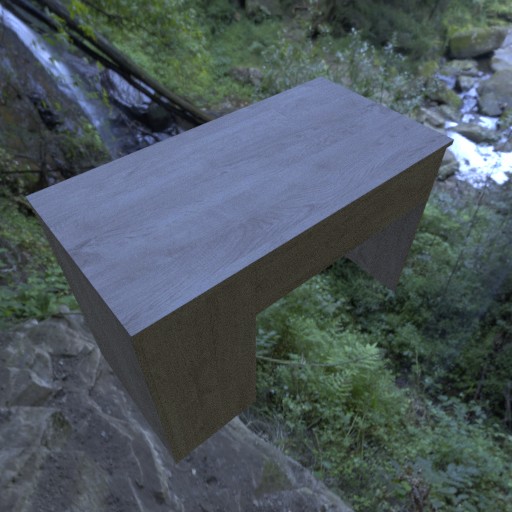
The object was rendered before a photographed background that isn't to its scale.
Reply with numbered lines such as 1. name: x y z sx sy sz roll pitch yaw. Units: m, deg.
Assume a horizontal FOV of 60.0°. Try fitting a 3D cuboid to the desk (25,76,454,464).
1. desk: 0.000 0.000 1.512 1.097 0.735 0.560 -31 54 -26
